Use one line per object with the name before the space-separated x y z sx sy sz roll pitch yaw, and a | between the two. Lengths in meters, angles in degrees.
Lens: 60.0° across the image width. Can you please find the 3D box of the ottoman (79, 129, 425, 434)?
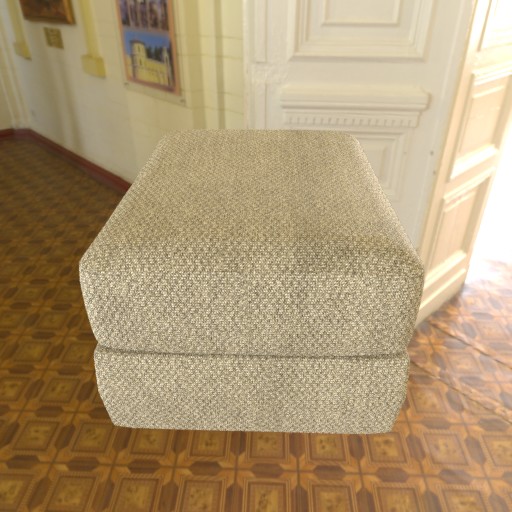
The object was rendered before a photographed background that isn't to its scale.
ottoman | 0.000 0.000 1.114 0.603 0.476 0.751 1 32 1
